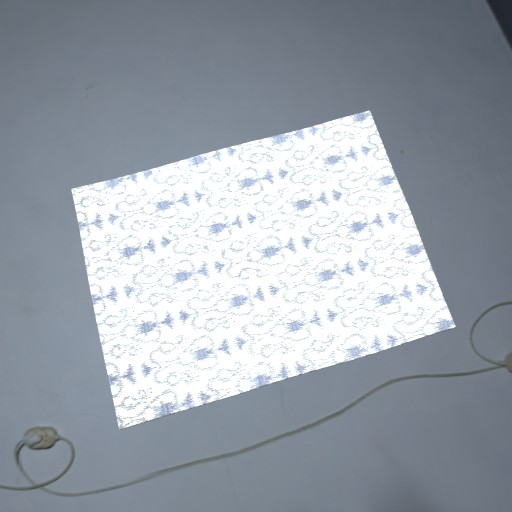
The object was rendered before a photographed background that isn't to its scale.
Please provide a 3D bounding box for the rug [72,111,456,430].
[{"bbox_3d":[0.000,0.000,3.028,2.261,0.013,1.676,-16,76,-4],"label":"rug"}]
